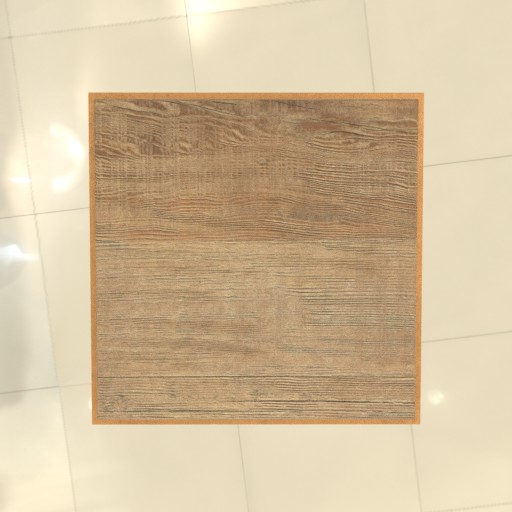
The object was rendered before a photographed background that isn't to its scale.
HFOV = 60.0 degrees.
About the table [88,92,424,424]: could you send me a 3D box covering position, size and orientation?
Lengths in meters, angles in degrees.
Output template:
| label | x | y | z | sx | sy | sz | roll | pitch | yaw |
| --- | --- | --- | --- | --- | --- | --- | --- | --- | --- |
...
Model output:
| label | x | y | z | sx | sy | sz | roll | pitch | yaw |
| --- | --- | --- | --- | --- | --- | --- | --- | --- | --- |
| table | 0.000 | 0.000 | 1.061 | 0.599 | 0.584 | 0.599 | 0 | 92 | 0 |
